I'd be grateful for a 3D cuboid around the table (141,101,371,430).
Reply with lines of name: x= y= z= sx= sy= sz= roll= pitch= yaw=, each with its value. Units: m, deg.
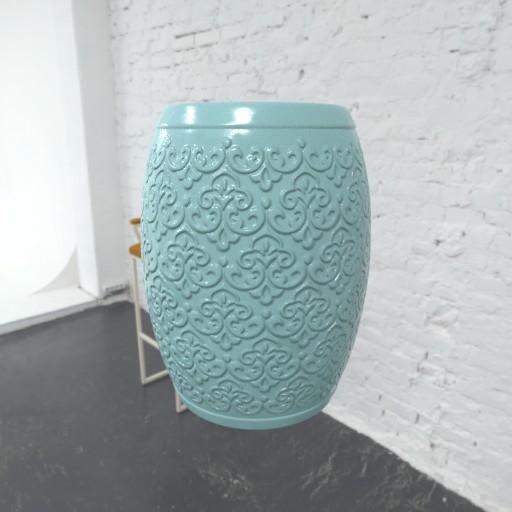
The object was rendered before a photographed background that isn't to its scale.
table: x=0.000 y=0.000 z=0.619 sx=0.309 sy=0.397 sz=0.309 roll=0 pitch=16 yaw=0
